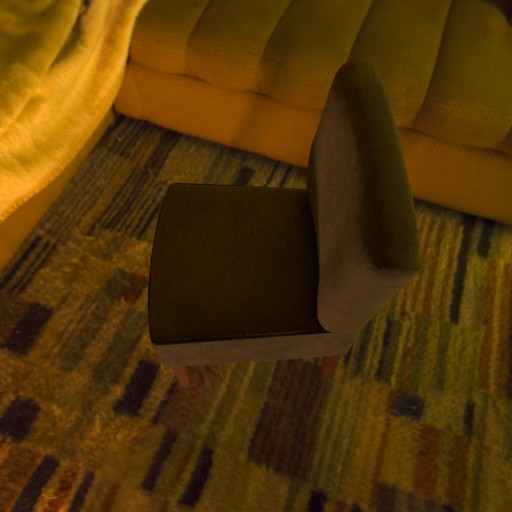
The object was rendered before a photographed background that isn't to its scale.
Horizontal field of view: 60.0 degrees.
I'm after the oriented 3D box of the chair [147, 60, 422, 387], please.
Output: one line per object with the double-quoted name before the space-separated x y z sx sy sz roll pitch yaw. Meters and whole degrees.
"chair" 0.000 0.000 1.165 0.554 0.806 0.521 0 59 0
